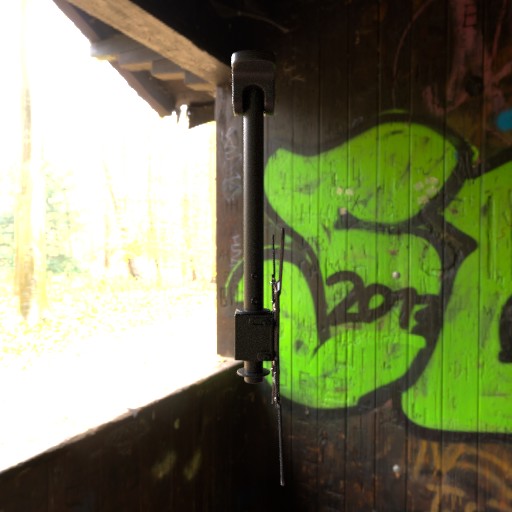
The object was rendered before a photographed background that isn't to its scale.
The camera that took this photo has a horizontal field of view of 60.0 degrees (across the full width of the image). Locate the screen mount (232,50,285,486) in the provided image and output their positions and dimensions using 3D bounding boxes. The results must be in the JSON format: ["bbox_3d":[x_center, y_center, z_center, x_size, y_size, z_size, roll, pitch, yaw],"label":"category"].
[{"bbox_3d":[0.000,0.000,0.890,0.090,0.729,0.393,0,1,0],"label":"screen mount"}]
